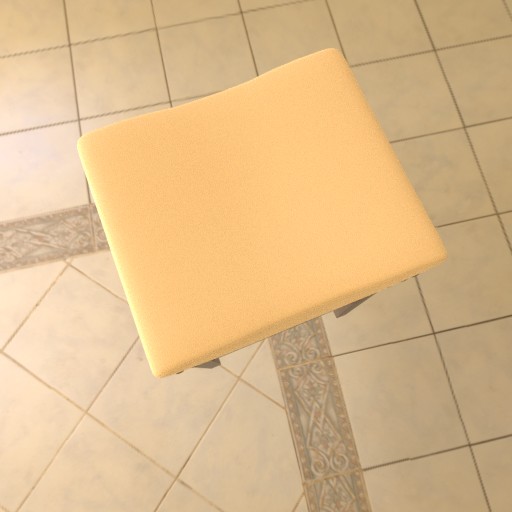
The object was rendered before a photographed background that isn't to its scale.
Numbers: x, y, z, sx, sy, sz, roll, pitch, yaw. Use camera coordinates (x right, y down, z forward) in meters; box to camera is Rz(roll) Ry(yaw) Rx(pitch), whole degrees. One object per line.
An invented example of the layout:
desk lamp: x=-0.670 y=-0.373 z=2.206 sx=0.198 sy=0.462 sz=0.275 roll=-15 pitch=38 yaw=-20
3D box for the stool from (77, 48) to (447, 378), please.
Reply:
stool: x=0.000 y=0.000 z=1.031 sx=0.471 sy=0.762 sz=0.401 roll=-21 pitch=76 yaw=-5
